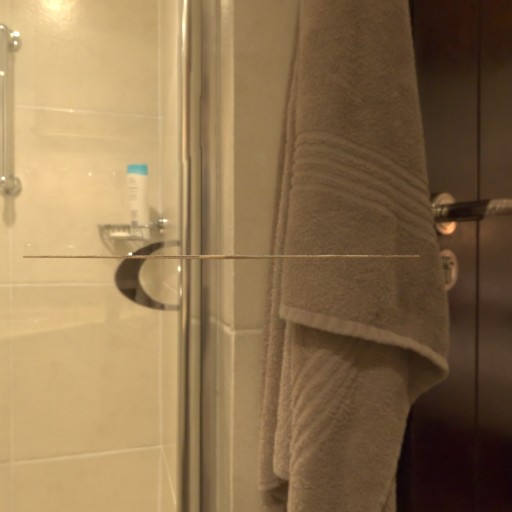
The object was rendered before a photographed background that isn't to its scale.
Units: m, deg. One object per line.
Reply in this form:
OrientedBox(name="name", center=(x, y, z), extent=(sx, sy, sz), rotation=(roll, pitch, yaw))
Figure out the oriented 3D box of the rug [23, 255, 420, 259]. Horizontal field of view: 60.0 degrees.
OrientedBox(name="rug", center=(0.000, 0.000, 3.062), extent=(1.521, 0.015, 2.436), rotation=(0, 0, 36))
